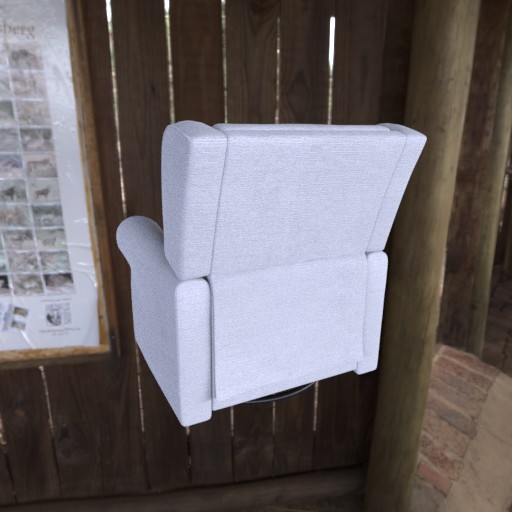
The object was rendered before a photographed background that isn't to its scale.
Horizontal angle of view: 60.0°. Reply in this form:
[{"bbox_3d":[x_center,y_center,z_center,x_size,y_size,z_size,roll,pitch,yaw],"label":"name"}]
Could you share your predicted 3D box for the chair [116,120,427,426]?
[{"bbox_3d":[0.000,0.000,1.691,0.906,0.966,0.854,-8,17,-26],"label":"chair"}]
